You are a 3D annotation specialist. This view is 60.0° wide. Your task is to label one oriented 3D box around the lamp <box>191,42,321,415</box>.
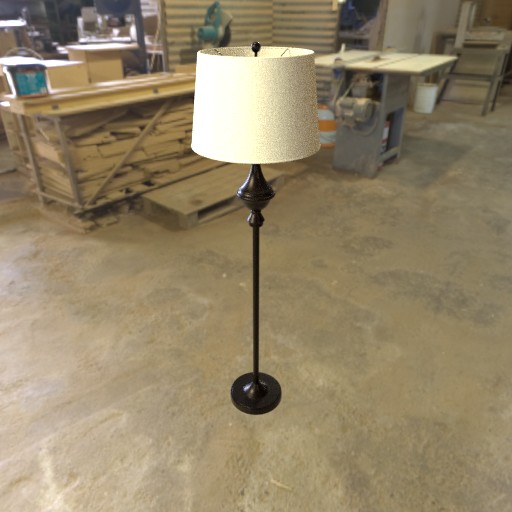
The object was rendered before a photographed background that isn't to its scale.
[{"bbox_3d":[0.000,0.000,1.702,0.431,1.484,0.431,0,29,0],"label":"lamp"}]
